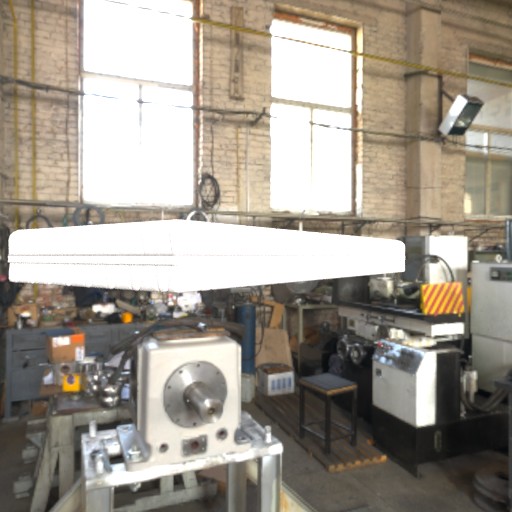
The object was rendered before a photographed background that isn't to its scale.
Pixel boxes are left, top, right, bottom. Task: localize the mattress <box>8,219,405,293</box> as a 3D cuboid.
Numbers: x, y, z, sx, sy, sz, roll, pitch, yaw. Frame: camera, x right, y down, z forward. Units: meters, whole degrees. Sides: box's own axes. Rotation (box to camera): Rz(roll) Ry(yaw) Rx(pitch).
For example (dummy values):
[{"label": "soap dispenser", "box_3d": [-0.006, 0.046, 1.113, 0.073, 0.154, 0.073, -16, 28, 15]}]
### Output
[{"label": "mattress", "box_3d": [0.000, 0.000, 2.234, 0.900, 0.200, 2.000, 0, 0, 35]}]
